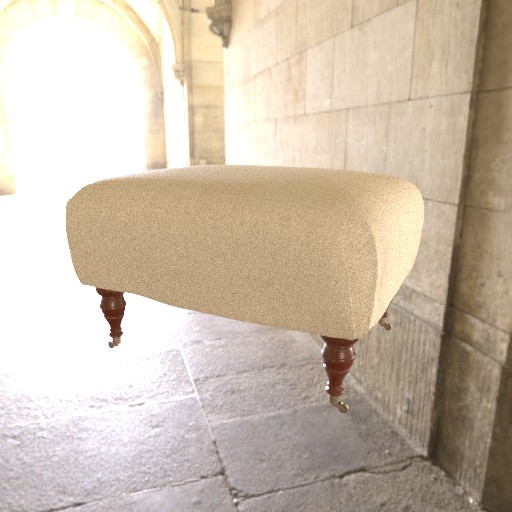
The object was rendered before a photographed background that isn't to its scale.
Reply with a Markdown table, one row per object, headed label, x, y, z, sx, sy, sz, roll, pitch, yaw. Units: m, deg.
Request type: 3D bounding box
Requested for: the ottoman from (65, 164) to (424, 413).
| label | x | y | z | sx | sy | sz | roll | pitch | yaw |
| --- | --- | --- | --- | --- | --- | --- | --- | --- | --- |
| ottoman | 0.000 | 0.000 | 1.135 | 0.747 | 0.450 | 0.622 | 7 | 16 | 26 |
